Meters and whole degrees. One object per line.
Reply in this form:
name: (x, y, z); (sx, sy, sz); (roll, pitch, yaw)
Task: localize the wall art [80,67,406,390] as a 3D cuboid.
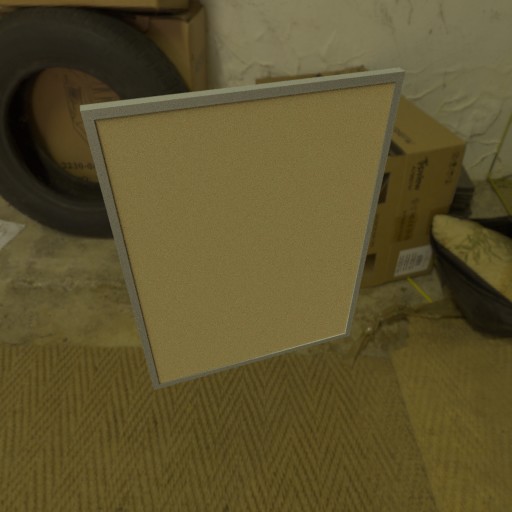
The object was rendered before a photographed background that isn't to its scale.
wall art: (0.000, 0.000, 1.376); (0.789, 1.042, 0.034); (-12, 42, -14)
